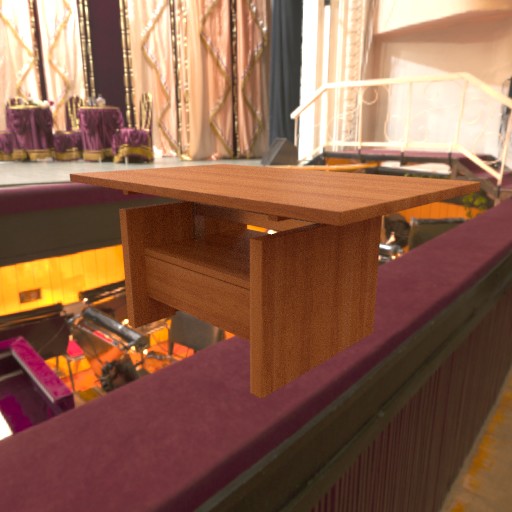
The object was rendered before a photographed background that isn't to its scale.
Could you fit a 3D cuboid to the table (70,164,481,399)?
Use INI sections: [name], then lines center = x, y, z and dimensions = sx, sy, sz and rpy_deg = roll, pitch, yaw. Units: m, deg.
[table]
center = 0.000, 0.000, 1.453
dimensions = 1.100, 0.510, 0.700
rpy_deg = 15, 21, 42
